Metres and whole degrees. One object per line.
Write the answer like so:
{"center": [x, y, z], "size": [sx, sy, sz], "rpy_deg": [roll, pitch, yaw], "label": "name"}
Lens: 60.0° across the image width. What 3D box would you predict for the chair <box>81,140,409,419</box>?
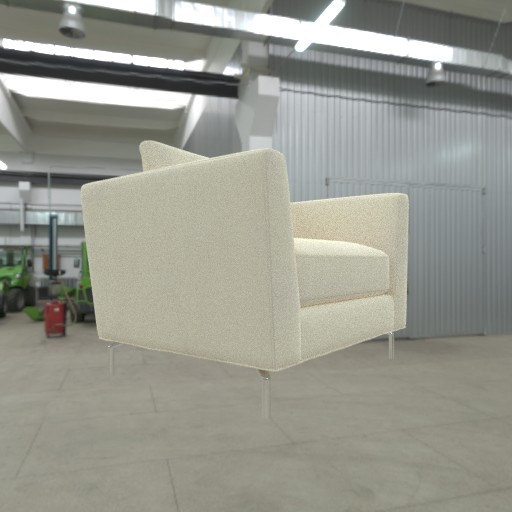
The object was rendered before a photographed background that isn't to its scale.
{"center": [0.000, 0.000, 1.760], "size": [0.889, 0.865, 1.041], "rpy_deg": [0, -1, 38], "label": "chair"}
